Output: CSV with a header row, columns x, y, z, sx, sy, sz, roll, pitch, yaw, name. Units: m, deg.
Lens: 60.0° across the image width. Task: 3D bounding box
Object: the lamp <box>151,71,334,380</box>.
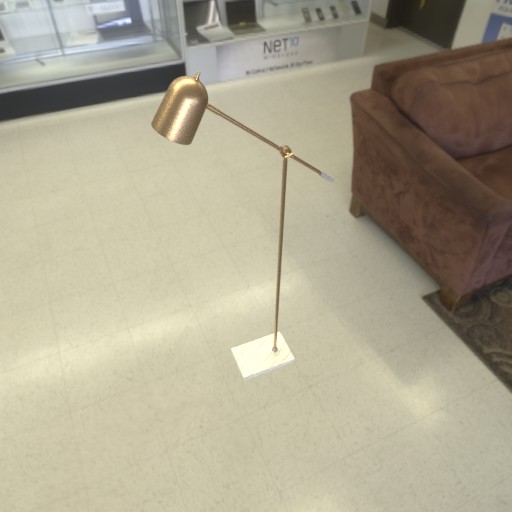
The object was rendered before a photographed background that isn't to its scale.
x,y,z,sx,sy,sz,roll,pitch,yaw,name
0.000,0.000,1.843,0.653,1.594,0.194,-16,48,-16,lamp
